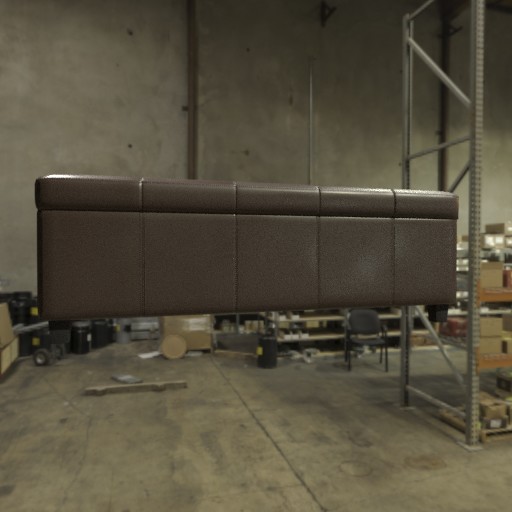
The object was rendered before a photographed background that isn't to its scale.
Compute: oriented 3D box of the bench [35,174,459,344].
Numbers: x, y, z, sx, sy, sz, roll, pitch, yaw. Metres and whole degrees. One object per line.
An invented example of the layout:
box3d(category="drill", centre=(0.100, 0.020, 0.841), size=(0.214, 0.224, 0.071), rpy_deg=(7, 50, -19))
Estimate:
box3d(category="bench", centre=(0.000, 0.000, 1.412), size=(1.219, 0.417, 0.450), rpy_deg=(0, 1, -17))
